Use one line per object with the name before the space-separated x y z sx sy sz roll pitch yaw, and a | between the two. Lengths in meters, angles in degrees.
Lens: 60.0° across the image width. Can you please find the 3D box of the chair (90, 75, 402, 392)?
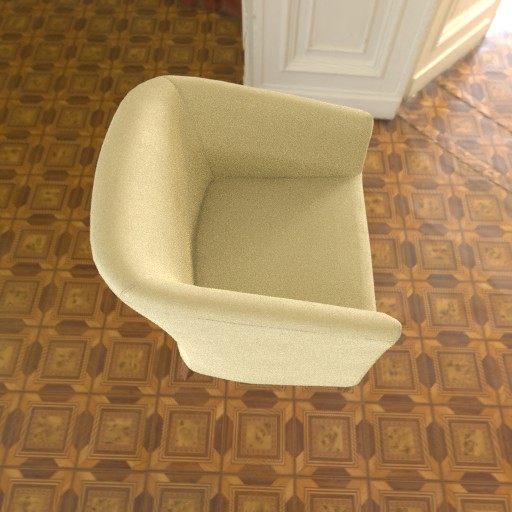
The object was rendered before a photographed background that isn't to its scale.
chair | 0.000 0.000 1.273 0.657 0.822 0.643 1 62 1
